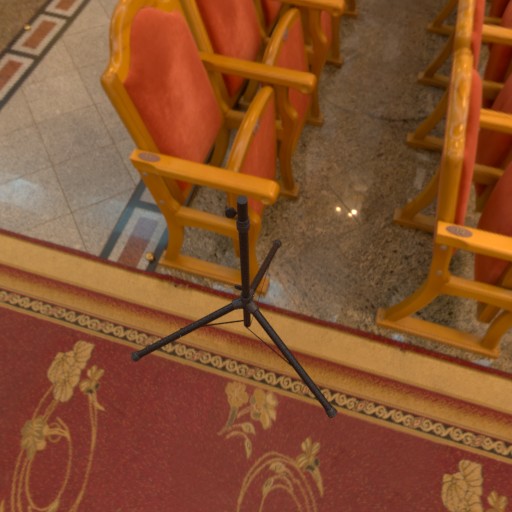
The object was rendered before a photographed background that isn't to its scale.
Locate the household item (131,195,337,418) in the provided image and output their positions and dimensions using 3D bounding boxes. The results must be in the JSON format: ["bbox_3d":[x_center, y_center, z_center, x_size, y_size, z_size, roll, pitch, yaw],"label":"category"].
[{"bbox_3d":[0.000,0.000,1.896,1.045,1.136,0.907,15,60,9],"label":"household item"}]
